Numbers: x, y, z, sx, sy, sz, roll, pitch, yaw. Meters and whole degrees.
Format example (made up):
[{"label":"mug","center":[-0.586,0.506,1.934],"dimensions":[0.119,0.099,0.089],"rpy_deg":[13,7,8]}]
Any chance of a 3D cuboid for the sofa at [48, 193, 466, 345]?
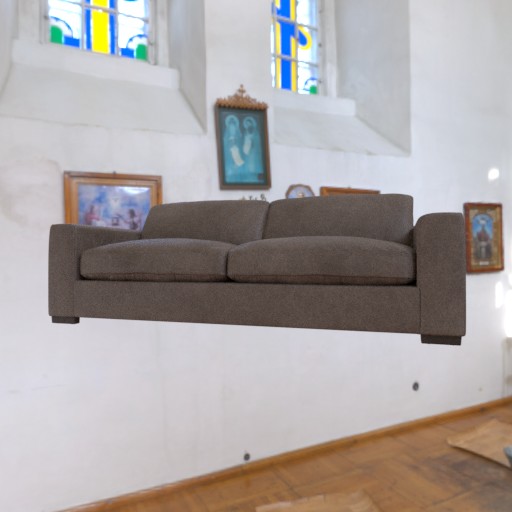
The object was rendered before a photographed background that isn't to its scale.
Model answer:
[{"label":"sofa","center":[0.000,0.000,2.754],"dimensions":[2.262,0.801,1.070],"rpy_deg":[0,0,18]}]
